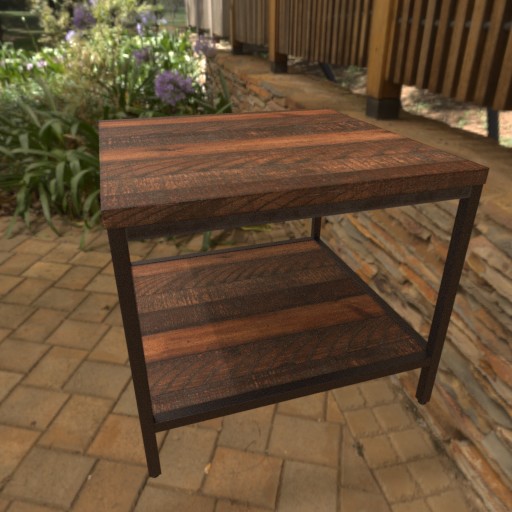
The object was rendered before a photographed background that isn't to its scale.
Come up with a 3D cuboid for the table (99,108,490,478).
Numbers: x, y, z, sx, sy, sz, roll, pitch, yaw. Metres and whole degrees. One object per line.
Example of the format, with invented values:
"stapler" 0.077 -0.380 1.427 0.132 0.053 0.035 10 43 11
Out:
"table" 0.000 0.000 0.924 0.548 0.482 0.553 -8 29 -16
